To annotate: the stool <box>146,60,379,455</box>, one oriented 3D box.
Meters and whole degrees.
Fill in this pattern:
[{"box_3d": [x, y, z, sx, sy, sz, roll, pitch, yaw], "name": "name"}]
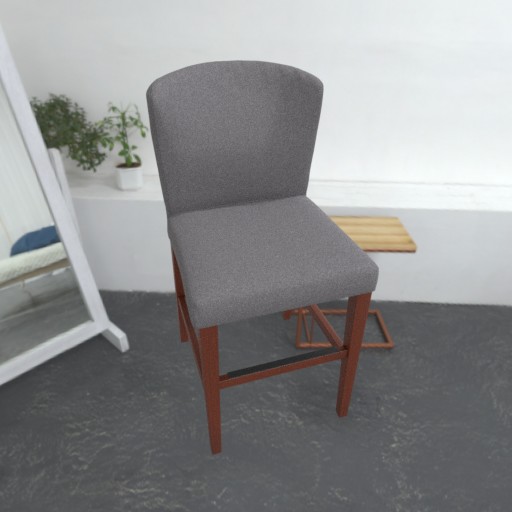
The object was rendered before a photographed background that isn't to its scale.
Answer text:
[{"box_3d": [0.000, 0.000, 1.281, 0.481, 0.968, 0.568, -10, 34, -15], "name": "stool"}]
